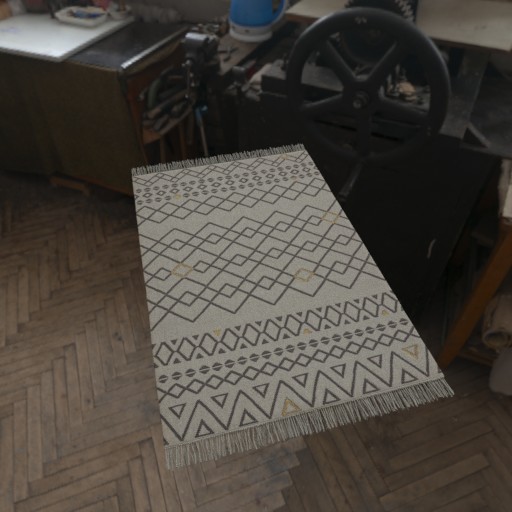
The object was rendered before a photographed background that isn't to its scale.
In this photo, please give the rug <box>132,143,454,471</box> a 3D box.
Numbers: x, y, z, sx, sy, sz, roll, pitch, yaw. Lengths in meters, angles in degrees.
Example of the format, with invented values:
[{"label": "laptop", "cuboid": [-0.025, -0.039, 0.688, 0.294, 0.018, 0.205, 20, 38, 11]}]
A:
[{"label": "rug", "cuboid": [0.000, 0.000, 2.981, 1.495, 0.035, 2.472, -11, 47, -10]}]
